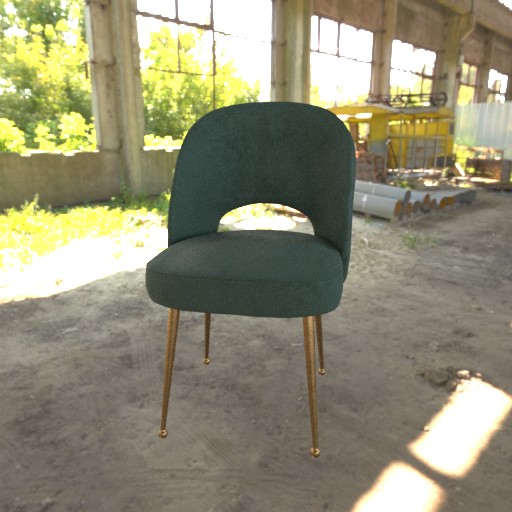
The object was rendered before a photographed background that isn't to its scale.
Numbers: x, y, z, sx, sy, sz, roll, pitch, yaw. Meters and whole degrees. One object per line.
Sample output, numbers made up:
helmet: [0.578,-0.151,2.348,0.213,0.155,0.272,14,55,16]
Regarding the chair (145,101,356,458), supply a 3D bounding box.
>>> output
chair: [0.000,0.000,1.238,0.527,0.860,0.577,3,15,10]
